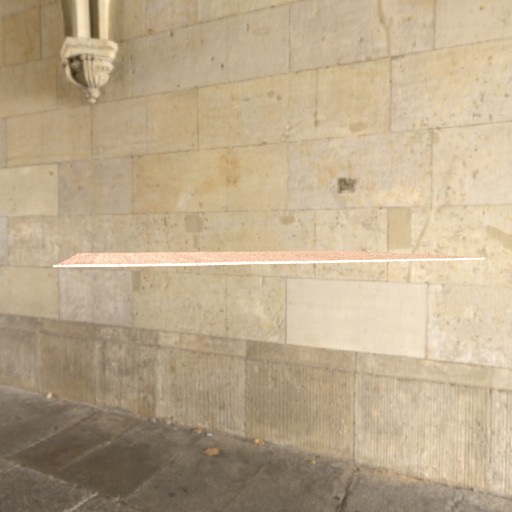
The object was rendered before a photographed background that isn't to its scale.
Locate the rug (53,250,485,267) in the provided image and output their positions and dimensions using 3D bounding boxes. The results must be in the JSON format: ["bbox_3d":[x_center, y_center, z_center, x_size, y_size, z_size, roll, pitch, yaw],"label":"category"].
[{"bbox_3d":[0.000,0.000,2.355,1.840,0.013,1.225,-1,2,-19],"label":"rug"}]
